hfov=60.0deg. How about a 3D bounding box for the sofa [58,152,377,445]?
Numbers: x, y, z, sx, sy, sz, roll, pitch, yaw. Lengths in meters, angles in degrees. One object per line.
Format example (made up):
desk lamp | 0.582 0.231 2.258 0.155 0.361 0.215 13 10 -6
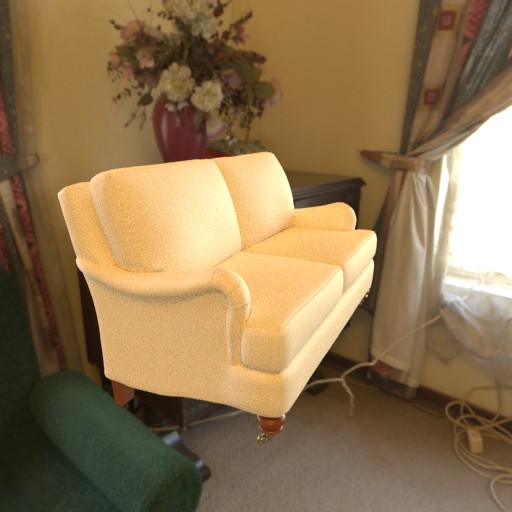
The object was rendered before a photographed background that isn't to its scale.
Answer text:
sofa | 0.000 0.000 2.575 1.084 1.101 1.853 7 18 24
